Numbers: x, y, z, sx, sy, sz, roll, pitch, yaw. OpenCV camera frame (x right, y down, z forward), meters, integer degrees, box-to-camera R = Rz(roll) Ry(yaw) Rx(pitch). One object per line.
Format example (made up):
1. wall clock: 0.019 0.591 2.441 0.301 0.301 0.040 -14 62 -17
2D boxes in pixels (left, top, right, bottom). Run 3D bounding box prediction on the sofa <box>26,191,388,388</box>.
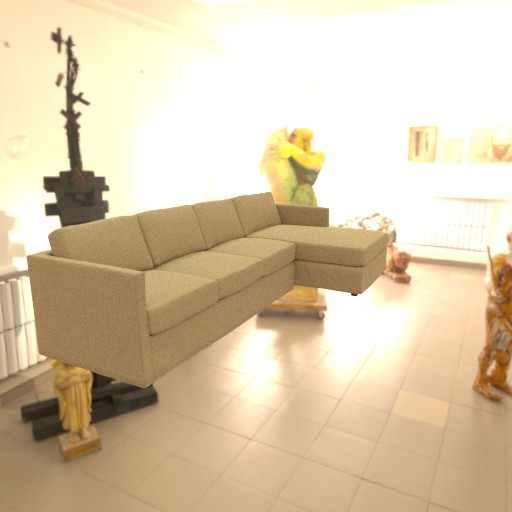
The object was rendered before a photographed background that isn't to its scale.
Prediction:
1. sofa: 0.000 0.000 3.849 1.622 0.867 3.177 7 15 27
